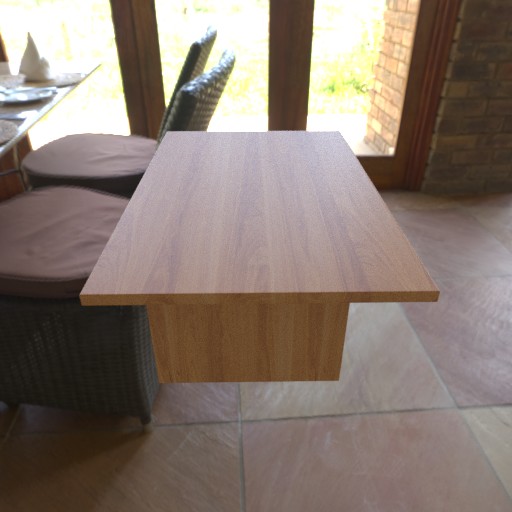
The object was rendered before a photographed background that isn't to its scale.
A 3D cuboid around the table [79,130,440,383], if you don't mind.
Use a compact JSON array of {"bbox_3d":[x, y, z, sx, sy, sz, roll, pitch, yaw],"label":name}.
[{"bbox_3d":[0.000,0.000,1.459,0.700,0.510,1.100,-1,32,-1],"label":"table"}]
